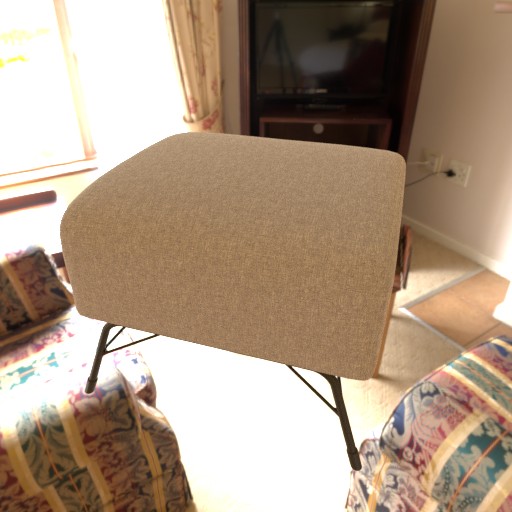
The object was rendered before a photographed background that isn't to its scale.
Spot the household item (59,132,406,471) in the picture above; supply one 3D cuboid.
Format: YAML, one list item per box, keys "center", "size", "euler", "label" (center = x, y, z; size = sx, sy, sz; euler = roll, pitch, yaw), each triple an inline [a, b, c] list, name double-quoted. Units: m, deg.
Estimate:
- center: [0.000, 0.000, 0.893]
  size: [0.530, 0.410, 0.530]
  euler: [10, 33, 15]
  label: "household item"
